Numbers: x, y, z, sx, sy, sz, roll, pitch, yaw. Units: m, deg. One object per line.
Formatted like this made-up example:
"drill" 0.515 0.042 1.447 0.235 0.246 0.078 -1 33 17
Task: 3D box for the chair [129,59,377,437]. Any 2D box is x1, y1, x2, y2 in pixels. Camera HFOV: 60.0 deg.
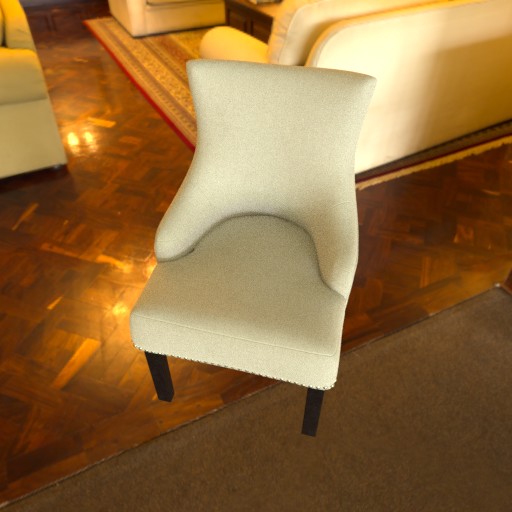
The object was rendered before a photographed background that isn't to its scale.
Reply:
"chair" 0.000 0.000 1.287 0.566 0.909 0.629 10 43 10
